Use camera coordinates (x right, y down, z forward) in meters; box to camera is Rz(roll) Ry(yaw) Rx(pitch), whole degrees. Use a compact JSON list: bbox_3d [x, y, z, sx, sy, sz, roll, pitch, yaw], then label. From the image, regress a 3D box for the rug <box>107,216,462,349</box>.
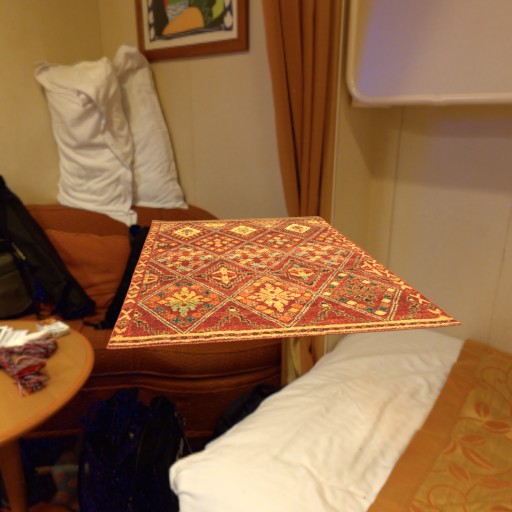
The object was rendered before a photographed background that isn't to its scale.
[{"bbox_3d":[0.000,0.000,2.931,1.521,0.026,2.286,-2,17,-8],"label":"rug"}]
